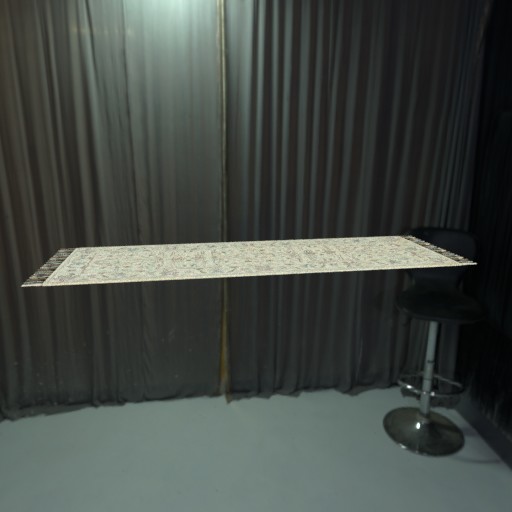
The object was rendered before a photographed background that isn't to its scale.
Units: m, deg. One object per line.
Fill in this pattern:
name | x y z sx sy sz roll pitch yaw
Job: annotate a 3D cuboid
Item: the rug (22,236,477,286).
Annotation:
rug | 0.000 0.000 2.703 2.440 0.013 0.769 -2 15 -9
